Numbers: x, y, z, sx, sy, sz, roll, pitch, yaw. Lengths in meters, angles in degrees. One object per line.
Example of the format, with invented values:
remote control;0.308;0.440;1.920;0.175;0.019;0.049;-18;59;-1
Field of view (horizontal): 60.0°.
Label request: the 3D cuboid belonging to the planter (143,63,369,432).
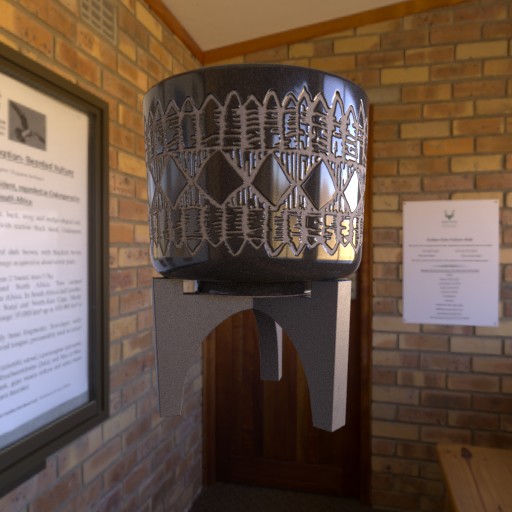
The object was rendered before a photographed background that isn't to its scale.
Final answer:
planter;0.000;0.000;0.397;0.196;0.264;0.196;0;1;-18
